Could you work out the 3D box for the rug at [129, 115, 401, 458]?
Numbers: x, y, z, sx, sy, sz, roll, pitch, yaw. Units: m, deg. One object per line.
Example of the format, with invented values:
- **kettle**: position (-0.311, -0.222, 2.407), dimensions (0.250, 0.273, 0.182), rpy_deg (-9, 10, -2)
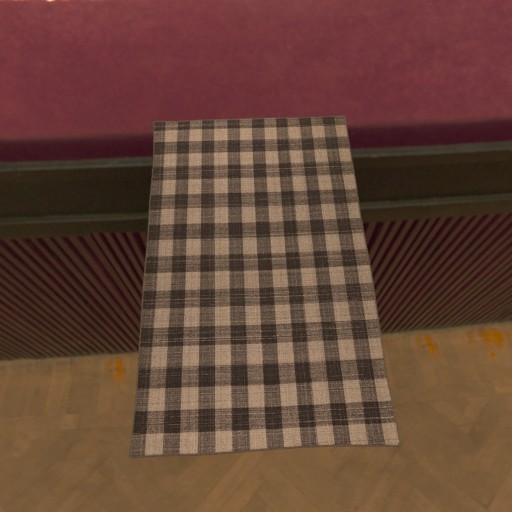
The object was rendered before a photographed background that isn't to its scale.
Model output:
- **rug**: position (0.000, 0.000, 3.045), dimensions (1.554, 0.011, 2.476), rpy_deg (-2, 64, -1)
